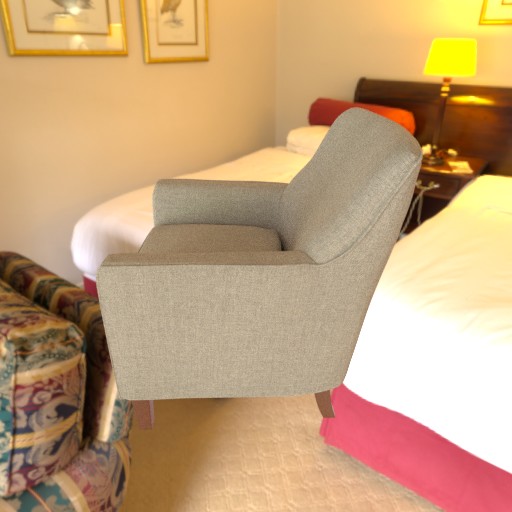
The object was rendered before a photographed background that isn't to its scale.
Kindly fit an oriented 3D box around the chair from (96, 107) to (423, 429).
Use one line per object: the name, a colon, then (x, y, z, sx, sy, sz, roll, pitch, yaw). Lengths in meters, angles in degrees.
chair: (0.000, 0.000, 1.763, 0.993, 1.047, 0.887, 0, 26, 0)
